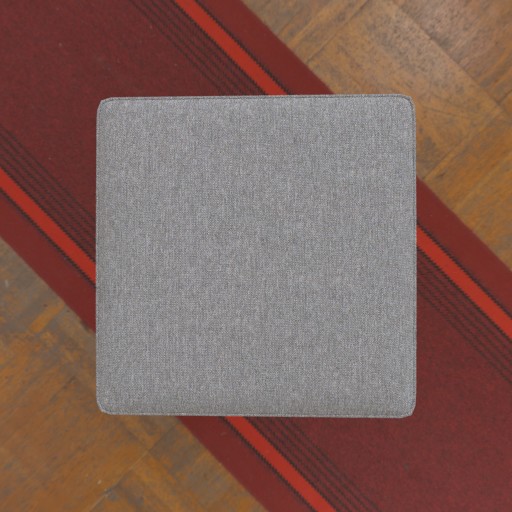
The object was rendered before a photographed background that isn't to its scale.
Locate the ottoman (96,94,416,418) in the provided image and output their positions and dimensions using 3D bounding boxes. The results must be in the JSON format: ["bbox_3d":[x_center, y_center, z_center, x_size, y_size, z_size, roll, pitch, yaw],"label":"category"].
[{"bbox_3d":[0.000,0.000,1.556,1.005,0.455,1.005,0,90,2],"label":"ottoman"}]
